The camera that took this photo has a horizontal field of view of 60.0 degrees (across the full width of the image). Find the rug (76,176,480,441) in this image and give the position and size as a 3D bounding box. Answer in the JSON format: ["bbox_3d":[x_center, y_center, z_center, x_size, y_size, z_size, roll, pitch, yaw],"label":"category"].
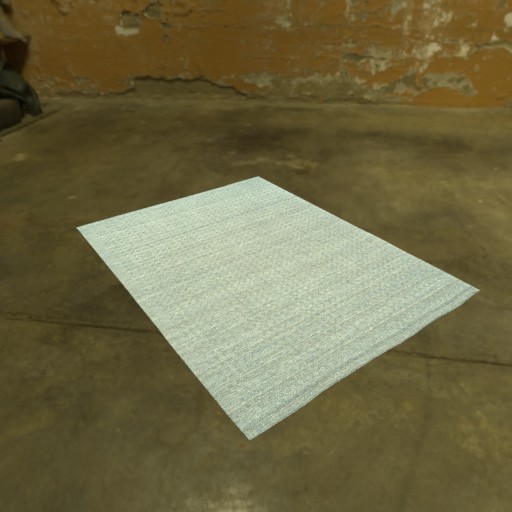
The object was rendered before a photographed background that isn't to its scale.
[{"bbox_3d":[0.000,0.000,4.256,2.443,0.007,3.200,-21,38,-30],"label":"rug"}]
